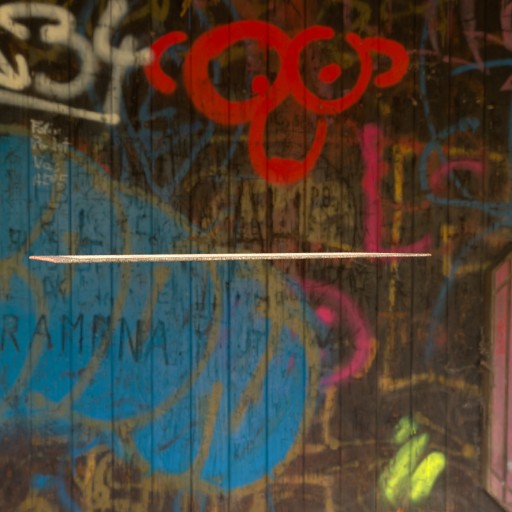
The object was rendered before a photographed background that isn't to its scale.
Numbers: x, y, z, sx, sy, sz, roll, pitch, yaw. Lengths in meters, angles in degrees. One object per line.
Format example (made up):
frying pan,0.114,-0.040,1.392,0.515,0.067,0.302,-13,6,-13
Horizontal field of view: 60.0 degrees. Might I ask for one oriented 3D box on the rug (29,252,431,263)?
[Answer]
rug,0.000,0.000,2.724,2.413,0.016,0.810,-1,1,-34
